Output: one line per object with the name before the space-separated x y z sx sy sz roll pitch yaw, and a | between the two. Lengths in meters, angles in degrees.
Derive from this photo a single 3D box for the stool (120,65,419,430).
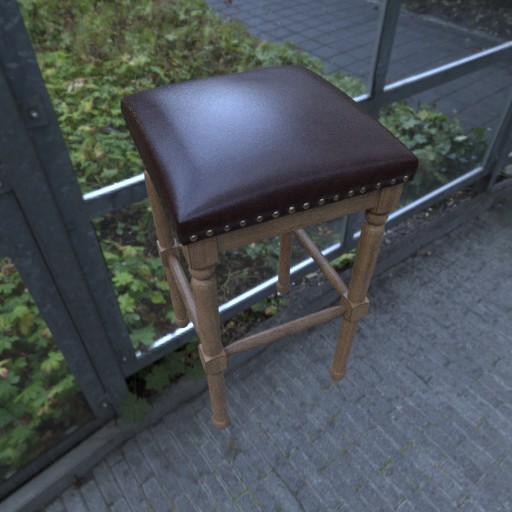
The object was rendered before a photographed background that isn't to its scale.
stool | 0.000 0.000 0.946 0.382 0.702 0.383 -17 47 -16
